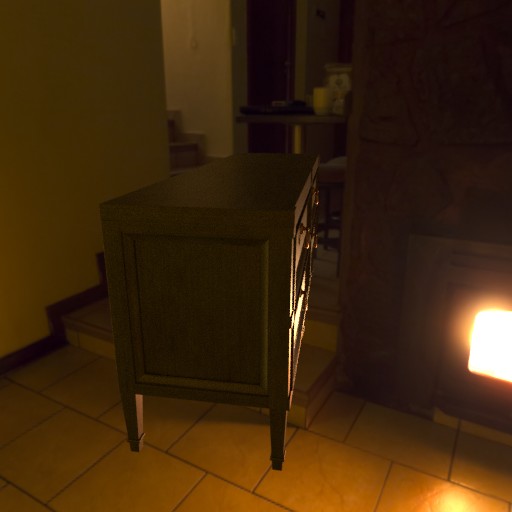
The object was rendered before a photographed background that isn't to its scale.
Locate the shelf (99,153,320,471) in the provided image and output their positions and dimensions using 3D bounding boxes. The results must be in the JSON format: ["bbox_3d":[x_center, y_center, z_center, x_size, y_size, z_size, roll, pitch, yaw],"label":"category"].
[{"bbox_3d":[0.000,0.000,1.852,0.479,0.719,1.575,3,18,9],"label":"shelf"}]
